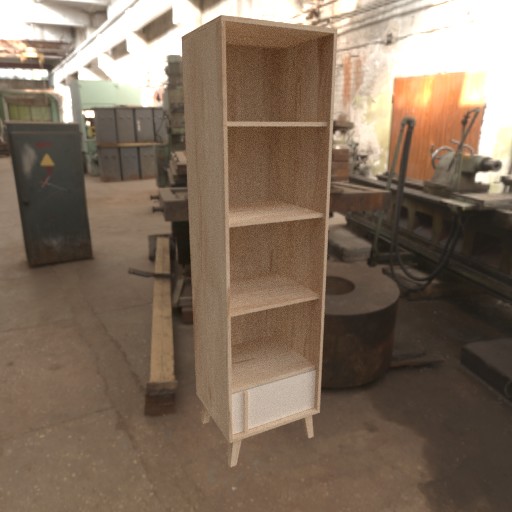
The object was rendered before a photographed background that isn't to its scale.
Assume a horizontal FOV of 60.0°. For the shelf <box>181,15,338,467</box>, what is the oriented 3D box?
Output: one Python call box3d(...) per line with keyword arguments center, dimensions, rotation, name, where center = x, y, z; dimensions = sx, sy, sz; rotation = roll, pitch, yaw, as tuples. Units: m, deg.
box3d(center=(0.000, 0.000, 2.143), dimensions=(0.510, 1.960, 0.450), rotation=(-8, 18, -26), name="shelf")
